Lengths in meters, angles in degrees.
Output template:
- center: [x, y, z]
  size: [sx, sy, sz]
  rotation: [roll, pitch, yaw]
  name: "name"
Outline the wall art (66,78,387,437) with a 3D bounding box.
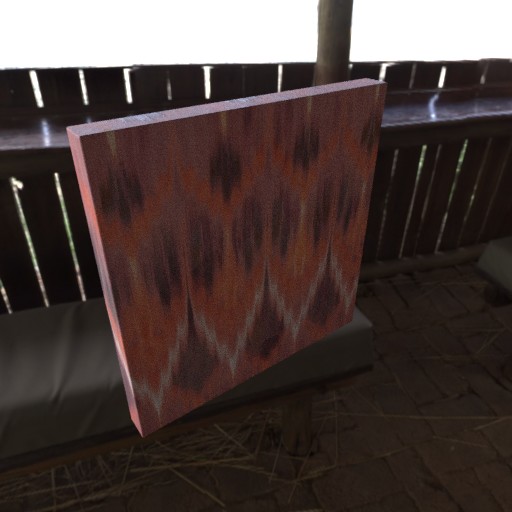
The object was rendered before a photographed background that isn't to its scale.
- center: [0.000, 0.000, 0.600]
  size: [0.403, 0.406, 0.038]
  rotation: [-21, 38, -30]
  name: "wall art"
